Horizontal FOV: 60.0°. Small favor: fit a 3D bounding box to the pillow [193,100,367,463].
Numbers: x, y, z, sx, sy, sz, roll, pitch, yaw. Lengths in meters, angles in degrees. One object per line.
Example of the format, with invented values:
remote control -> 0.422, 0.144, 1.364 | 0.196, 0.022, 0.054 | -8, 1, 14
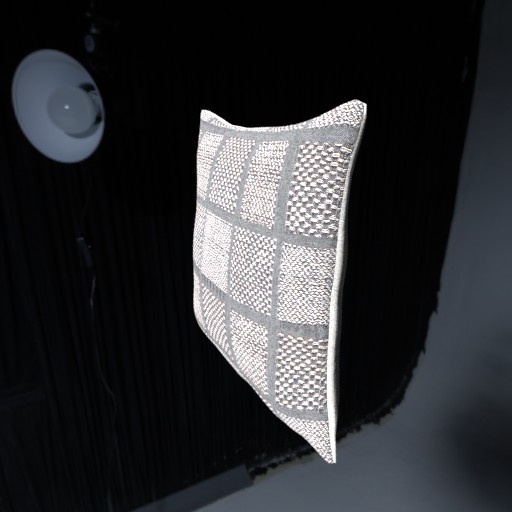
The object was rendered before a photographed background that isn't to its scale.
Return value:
pillow -> 0.000, 0.000, 0.674 | 0.138, 0.432, 0.435 | -9, 19, -26
